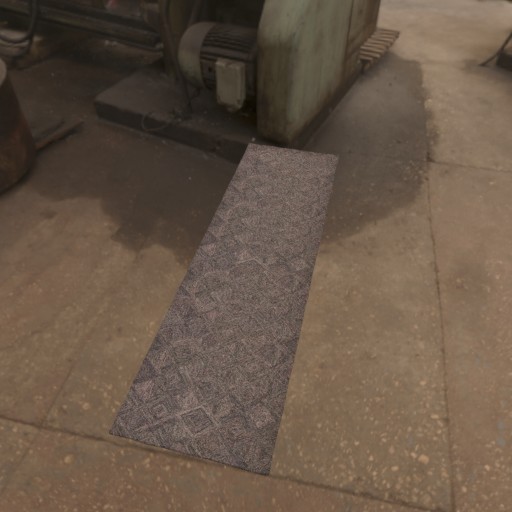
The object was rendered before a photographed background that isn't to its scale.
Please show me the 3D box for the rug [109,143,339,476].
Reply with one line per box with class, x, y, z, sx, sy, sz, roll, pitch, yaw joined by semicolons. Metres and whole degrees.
rug;0.000;0.000;2.558;0.691;0.011;2.296;10;47;10
